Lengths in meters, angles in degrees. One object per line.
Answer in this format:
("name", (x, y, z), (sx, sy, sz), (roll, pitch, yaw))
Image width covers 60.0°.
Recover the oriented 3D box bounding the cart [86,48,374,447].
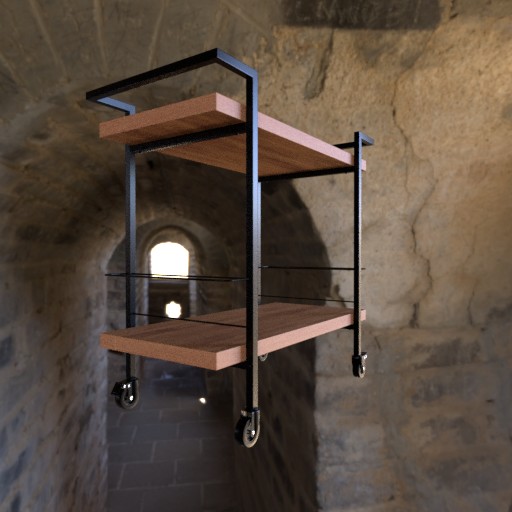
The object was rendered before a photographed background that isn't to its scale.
("cart", (0.000, 0.000, 1.246), (0.406, 0.762, 0.806), (0, 1, 35))
